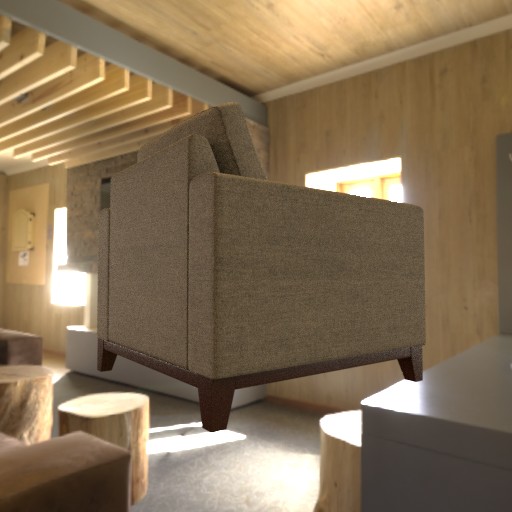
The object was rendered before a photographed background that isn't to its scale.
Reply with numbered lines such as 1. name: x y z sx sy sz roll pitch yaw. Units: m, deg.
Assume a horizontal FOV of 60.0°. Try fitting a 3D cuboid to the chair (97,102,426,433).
1. chair: 0.000 0.000 1.912 1.038 1.010 1.024 2 -3 -37
